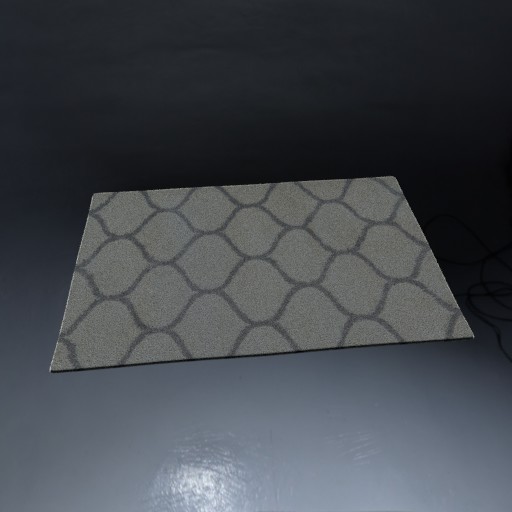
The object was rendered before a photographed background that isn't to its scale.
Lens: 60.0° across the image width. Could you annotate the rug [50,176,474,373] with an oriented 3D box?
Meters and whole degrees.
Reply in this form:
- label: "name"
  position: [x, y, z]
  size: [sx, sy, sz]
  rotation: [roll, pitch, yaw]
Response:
- label: "rug"
  position: [0.000, 0.000, 2.941]
  size: [2.348, 0.024, 1.501]
  rotation: [-4, 47, -4]
